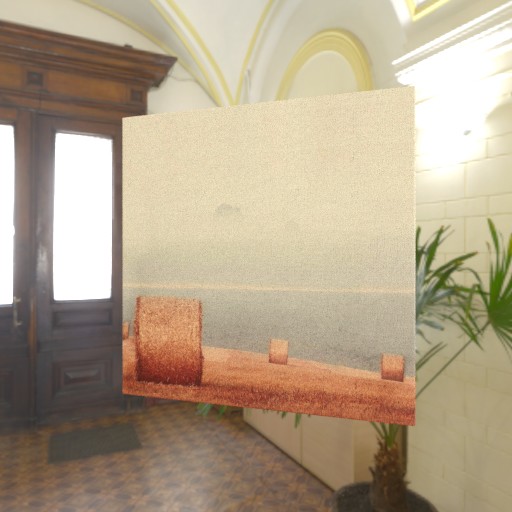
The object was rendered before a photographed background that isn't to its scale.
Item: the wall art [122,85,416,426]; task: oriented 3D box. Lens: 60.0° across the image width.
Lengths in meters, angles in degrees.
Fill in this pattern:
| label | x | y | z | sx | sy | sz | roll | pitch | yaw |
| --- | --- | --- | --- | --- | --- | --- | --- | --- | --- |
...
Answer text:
| label | x | y | z | sx | sy | sz | roll | pitch | yaw |
| --- | --- | --- | --- | --- | --- | --- | --- | --- | --- |
| wall art | 0.000 | 0.000 | 0.599 | 0.405 | 0.405 | 0.023 | 0 | 0 | 18 |
